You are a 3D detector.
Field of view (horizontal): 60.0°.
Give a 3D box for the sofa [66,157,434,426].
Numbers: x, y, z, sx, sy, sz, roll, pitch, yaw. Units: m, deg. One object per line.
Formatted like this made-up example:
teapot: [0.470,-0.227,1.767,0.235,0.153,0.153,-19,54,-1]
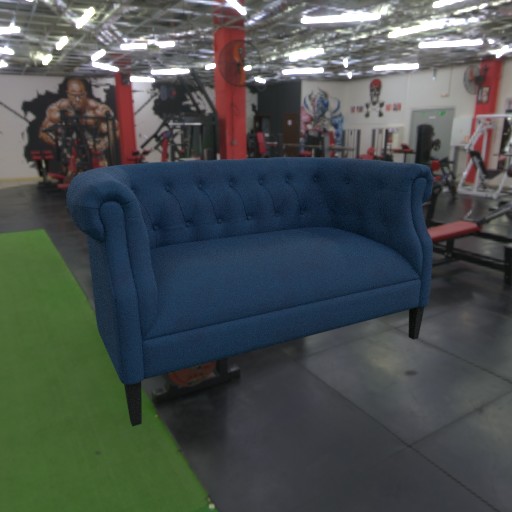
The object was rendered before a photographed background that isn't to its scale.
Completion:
sofa: [0.000,0.000,2.033,1.558,0.827,0.835,-9,19,-27]
